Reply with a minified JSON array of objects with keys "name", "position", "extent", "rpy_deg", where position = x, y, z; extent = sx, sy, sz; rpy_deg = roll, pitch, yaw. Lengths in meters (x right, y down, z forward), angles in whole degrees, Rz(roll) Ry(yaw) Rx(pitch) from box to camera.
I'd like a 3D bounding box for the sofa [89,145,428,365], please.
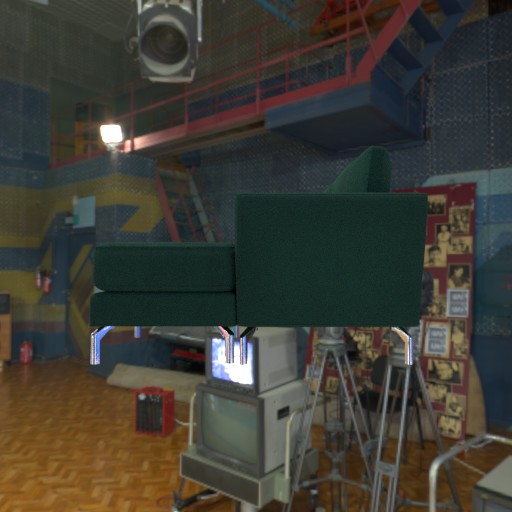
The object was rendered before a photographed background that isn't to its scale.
[{"name":"sofa","position":[0.000,0.000,3.123],"extent":[1.489,1.007,2.441],"rpy_deg":[0,-1,0]}]
